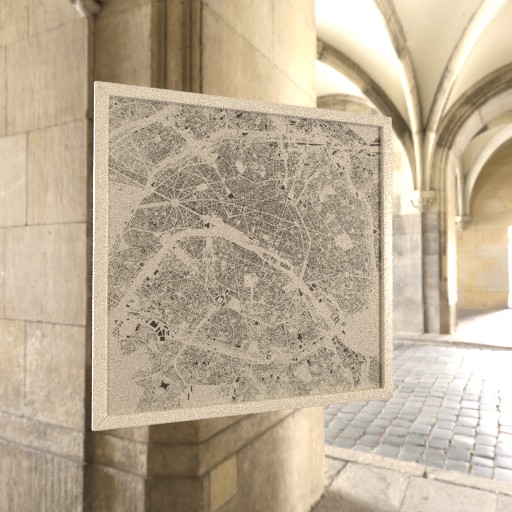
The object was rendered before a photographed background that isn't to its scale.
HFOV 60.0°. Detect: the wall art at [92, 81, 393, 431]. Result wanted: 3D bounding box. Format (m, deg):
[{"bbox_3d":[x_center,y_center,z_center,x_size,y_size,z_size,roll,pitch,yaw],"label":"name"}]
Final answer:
[{"bbox_3d":[0.000,0.000,0.738,0.508,0.508,0.038,0,-1,-18],"label":"wall art"}]
